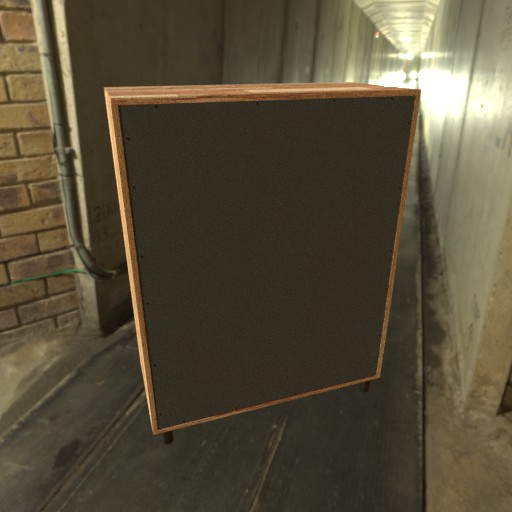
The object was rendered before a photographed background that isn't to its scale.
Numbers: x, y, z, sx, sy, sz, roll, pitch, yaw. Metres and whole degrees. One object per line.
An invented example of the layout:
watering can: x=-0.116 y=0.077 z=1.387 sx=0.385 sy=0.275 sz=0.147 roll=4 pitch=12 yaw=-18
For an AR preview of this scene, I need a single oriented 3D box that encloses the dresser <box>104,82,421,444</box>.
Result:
dresser: x=0.000 y=0.000 z=1.750 sx=0.966 sy=1.243 sz=0.480 roll=-8 pitch=26 yaw=-17
